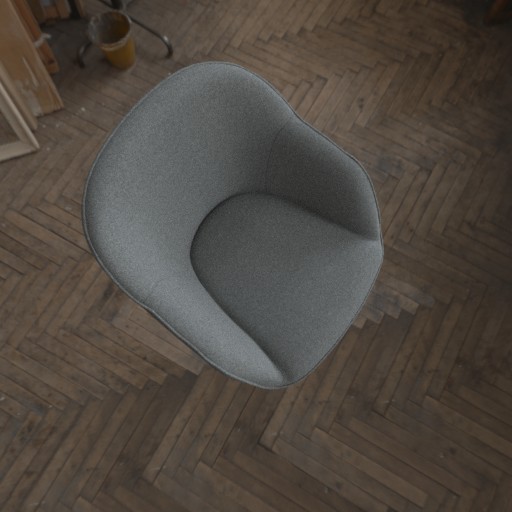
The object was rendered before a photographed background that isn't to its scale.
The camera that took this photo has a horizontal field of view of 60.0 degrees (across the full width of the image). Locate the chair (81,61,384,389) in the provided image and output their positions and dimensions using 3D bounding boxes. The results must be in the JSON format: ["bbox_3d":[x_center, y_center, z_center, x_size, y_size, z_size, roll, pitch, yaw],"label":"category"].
[{"bbox_3d":[0.000,0.000,1.190,0.611,0.810,0.589,35,77,9],"label":"chair"}]
